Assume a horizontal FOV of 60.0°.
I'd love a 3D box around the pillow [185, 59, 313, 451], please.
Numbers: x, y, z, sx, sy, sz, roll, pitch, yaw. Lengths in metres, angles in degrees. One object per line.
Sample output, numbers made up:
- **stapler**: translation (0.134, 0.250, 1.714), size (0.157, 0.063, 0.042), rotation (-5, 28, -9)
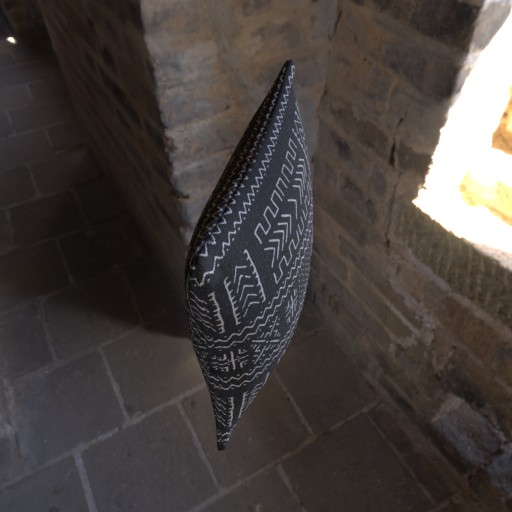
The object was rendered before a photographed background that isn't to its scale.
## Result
- **pillow**: translation (0.000, 0.000, 0.669), size (0.164, 0.430, 0.438), rotation (10, 48, 9)
